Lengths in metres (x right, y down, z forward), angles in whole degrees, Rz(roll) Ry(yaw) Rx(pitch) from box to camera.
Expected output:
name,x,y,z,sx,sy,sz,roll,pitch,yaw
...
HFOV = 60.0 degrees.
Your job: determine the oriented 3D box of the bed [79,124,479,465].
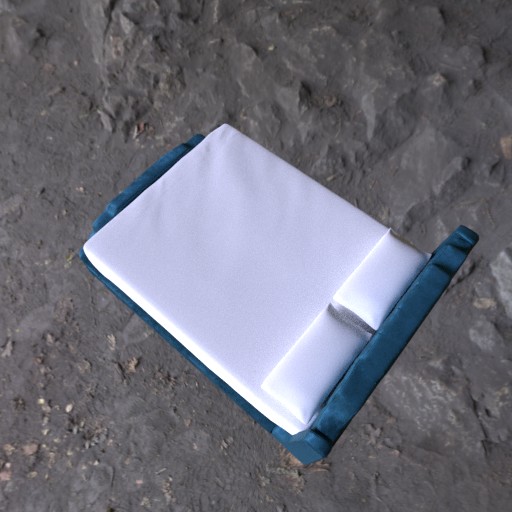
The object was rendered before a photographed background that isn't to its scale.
name,x,y,z,sx,sy,sz,roll,pitch,yaw
bed,0.000,0.000,3.262,2.322,1.338,1.678,37,69,17
